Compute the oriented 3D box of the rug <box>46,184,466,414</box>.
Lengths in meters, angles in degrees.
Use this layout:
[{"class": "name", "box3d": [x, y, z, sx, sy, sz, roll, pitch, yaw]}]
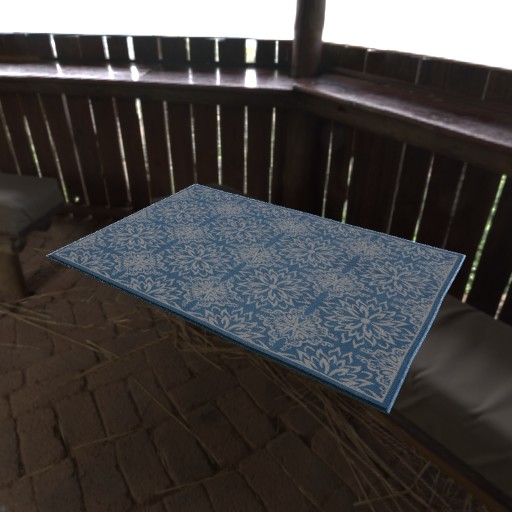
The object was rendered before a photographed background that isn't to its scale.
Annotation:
[{"class": "rug", "box3d": [0.000, 0.000, 3.502, 2.769, 0.018, 1.830, 19, 35, 28]}]
